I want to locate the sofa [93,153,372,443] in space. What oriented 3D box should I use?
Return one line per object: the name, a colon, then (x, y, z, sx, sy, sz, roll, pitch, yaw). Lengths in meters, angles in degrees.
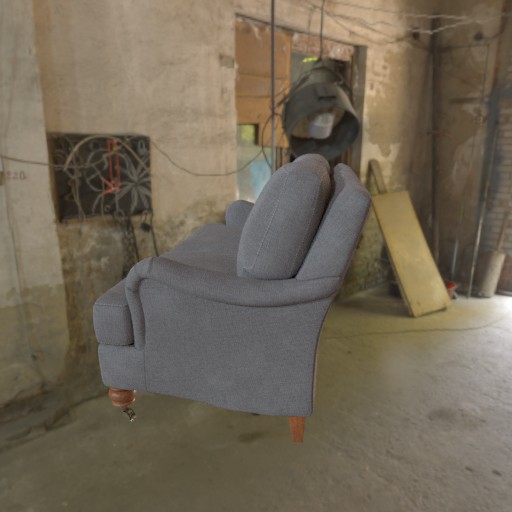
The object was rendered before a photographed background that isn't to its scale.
sofa: (0.000, 0.000, 2.525, 1.084, 1.101, 1.853, 2, 15, 9)
